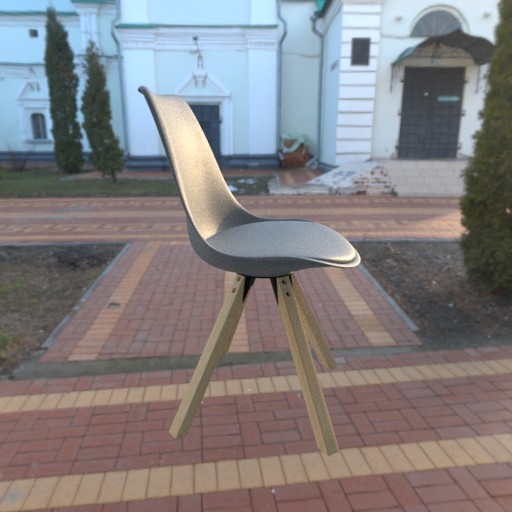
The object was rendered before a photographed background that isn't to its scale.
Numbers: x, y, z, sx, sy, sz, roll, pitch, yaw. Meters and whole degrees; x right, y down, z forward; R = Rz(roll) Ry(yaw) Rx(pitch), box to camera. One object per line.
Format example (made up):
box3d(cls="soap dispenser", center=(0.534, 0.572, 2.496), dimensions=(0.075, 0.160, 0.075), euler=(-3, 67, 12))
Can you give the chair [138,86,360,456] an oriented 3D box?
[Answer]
box3d(cls="chair", center=(0.000, 0.000, 1.199), dimensions=(0.549, 0.850, 0.485), euler=(2, 15, 9))
